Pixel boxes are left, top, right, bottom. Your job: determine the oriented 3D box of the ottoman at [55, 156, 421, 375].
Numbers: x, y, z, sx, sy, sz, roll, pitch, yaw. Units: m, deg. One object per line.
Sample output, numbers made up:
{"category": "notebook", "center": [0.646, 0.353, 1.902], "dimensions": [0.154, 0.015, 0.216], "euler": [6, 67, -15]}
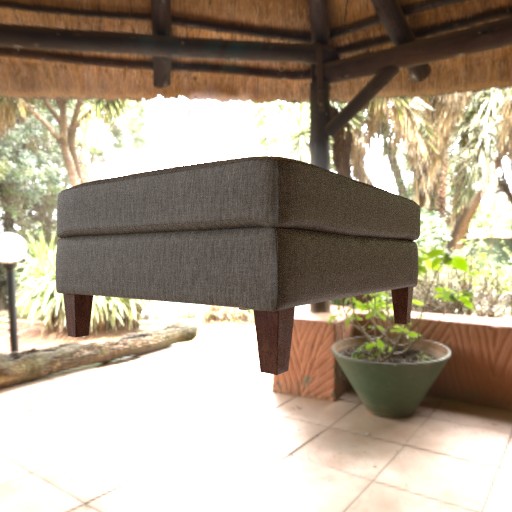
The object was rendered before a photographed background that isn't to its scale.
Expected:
{"category": "ottoman", "center": [0.000, 0.000, 1.499], "dimensions": [0.839, 0.492, 0.994], "euler": [0, 0, 36]}
